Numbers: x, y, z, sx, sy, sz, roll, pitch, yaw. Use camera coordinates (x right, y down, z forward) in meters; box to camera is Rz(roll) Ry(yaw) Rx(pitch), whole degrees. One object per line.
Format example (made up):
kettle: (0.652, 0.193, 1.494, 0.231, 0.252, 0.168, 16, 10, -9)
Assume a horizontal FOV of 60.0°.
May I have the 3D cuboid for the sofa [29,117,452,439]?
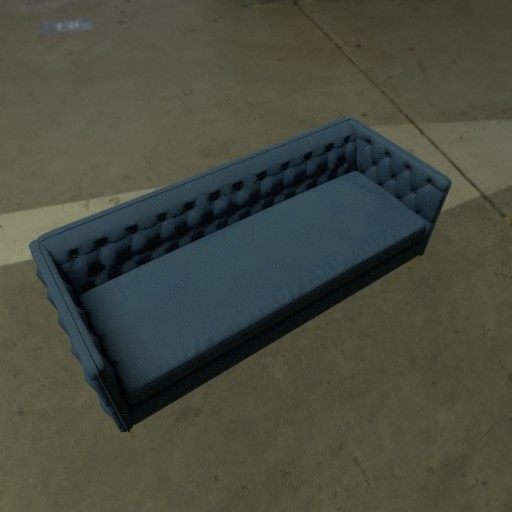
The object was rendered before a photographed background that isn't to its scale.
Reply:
sofa: (0.000, 0.000, 2.634, 2.209, 0.771, 0.895, -26, 52, -23)
